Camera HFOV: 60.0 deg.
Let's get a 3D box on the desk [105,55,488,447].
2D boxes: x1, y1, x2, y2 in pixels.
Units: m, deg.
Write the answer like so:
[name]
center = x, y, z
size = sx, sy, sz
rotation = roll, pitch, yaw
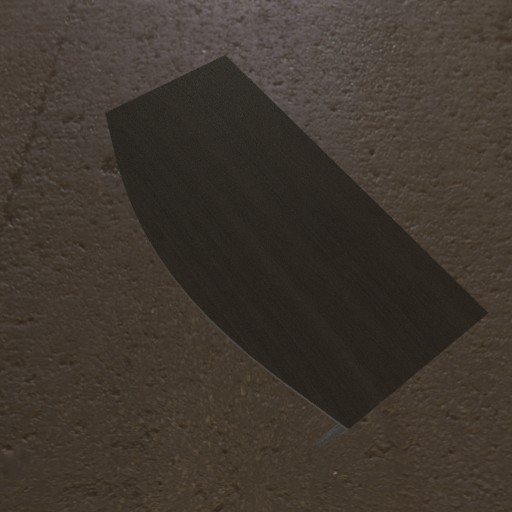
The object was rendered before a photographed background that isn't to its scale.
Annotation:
[desk]
center = 0.000, 0.000, 2.034
size = 0.802, 0.750, 1.600
rotation = -33, 67, -16
